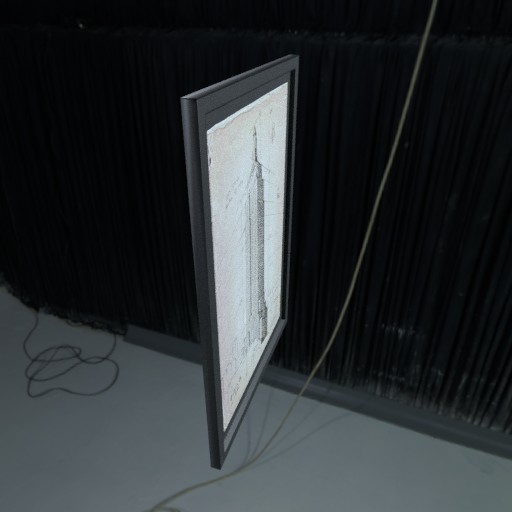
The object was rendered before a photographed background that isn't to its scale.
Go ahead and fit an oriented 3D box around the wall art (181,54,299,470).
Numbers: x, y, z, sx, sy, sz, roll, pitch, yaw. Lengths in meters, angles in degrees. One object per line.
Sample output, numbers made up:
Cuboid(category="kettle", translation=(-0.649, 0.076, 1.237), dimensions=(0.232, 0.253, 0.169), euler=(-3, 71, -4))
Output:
Cuboid(category="wall art", translation=(0.000, 0.000, 0.554), dimensions=(0.013, 0.431, 0.303), euler=(10, 32, 16))
